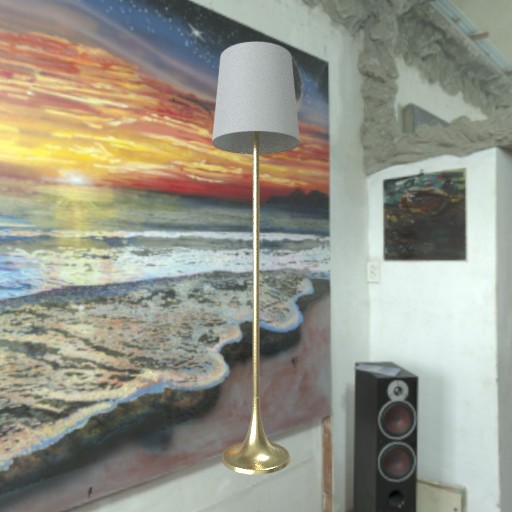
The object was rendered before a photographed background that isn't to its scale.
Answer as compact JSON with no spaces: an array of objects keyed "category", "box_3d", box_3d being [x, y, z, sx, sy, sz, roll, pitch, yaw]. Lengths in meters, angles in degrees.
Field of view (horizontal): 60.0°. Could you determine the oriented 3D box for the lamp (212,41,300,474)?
[{"category":"lamp","box_3d":[0.000,0.000,1.702,0.337,1.543,0.337,0,-1,0]}]
